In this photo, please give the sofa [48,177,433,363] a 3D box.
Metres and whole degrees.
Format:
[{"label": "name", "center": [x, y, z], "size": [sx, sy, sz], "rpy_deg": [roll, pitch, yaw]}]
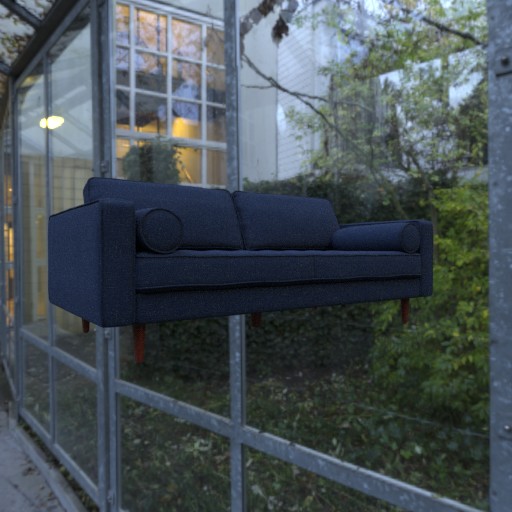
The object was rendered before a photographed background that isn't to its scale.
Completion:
[{"label": "sofa", "center": [0.000, 0.000, 2.344], "size": [1.880, 0.762, 0.914], "rpy_deg": [0, 1, -35]}]
